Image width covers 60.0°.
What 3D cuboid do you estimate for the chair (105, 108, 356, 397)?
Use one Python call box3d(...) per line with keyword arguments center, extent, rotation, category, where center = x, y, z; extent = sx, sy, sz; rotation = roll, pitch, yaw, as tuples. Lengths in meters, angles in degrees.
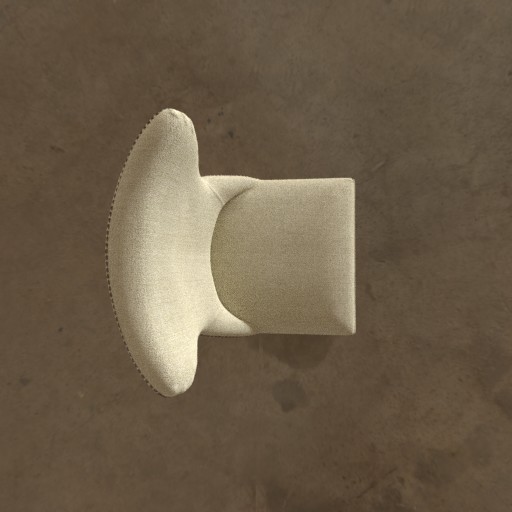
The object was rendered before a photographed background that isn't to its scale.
box3d(center=(0.000, 0.000, 1.459), extent=(0.681, 1.002, 0.654), rotation=(0, 89, 1), category="chair")
